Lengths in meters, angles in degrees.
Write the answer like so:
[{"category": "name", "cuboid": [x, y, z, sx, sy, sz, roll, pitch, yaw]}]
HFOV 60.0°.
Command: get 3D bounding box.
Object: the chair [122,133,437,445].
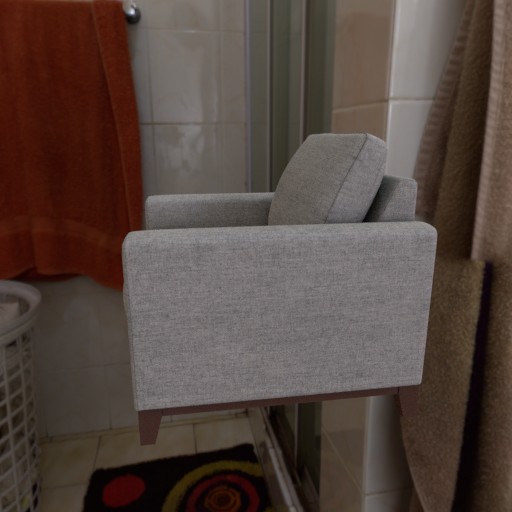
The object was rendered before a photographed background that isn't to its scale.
[{"category": "chair", "cuboid": [0.000, 0.000, 1.888, 1.038, 1.010, 1.024, -2, 15, -9]}]
